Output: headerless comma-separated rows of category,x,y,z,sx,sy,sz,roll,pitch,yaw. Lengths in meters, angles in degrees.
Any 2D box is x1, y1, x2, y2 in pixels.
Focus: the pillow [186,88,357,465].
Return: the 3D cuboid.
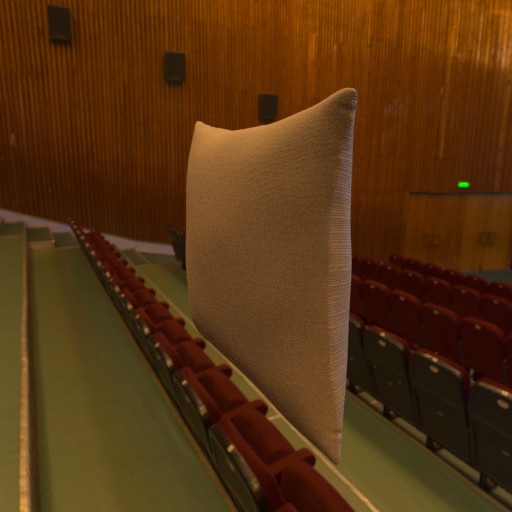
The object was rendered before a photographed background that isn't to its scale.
pillow,0.000,0.000,0.781,0.204,0.497,0.512,-6,14,-27
